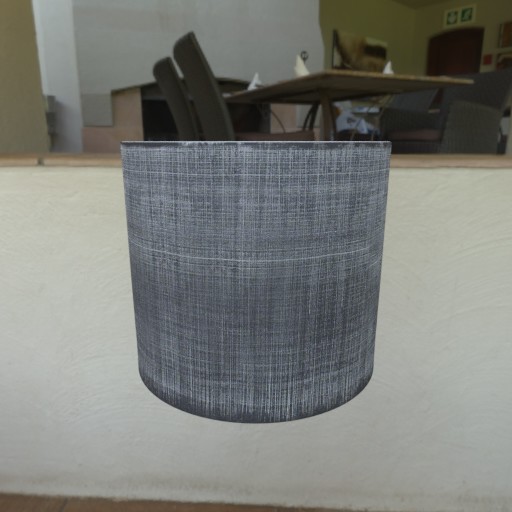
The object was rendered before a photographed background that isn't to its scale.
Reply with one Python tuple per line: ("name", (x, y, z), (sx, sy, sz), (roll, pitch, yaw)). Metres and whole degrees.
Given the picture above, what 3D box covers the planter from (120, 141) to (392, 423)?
("planter", (0.000, 0.000, 0.402), (0.221, 0.201, 0.221), (0, 15, 0))
